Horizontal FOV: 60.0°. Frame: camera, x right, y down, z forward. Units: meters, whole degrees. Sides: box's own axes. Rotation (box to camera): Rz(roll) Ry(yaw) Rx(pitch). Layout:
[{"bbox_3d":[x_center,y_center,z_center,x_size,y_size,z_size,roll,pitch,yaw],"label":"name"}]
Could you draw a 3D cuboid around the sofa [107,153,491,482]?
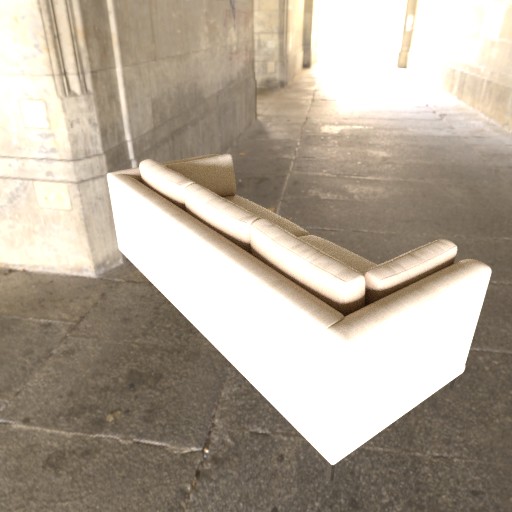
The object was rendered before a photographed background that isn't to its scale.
[{"bbox_3d":[0.000,0.000,2.783,0.969,0.867,2.415,-19,33,-31],"label":"sofa"}]
